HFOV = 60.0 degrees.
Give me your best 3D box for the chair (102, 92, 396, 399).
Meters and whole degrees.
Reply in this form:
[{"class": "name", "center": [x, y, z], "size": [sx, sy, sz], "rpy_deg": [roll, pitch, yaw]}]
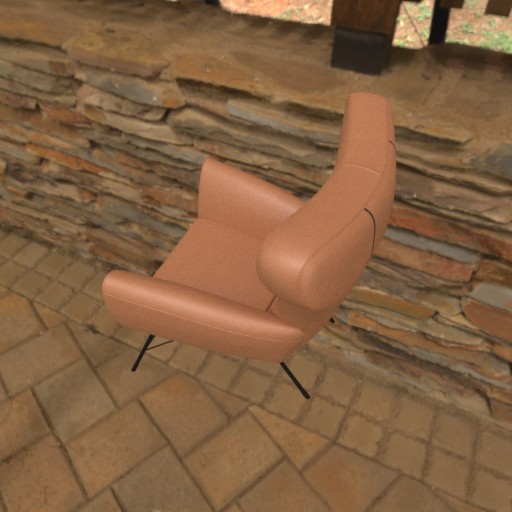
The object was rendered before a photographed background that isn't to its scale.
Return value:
[{"class": "chair", "center": [0.000, 0.000, 1.743], "size": [0.900, 1.050, 0.980], "rpy_deg": [15, 47, 15]}]
